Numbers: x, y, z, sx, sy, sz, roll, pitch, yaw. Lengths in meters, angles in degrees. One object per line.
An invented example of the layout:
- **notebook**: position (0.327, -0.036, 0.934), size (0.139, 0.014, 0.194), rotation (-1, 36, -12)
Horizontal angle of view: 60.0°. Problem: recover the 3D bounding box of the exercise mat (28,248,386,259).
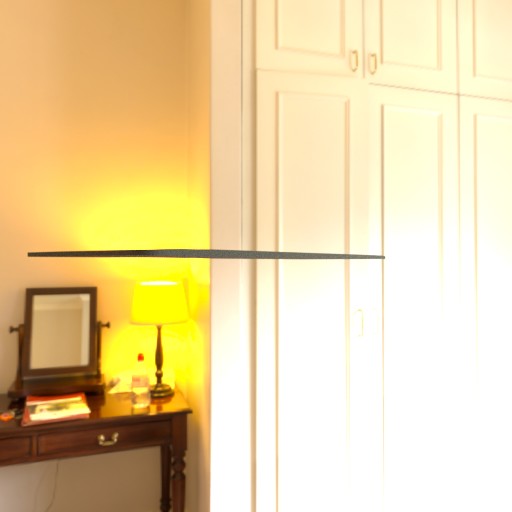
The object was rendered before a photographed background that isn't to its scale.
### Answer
- **exercise mat**: position (0.000, 0.000, 2.063), size (0.616, 0.021, 1.869), rotation (-1, -1, 35)
